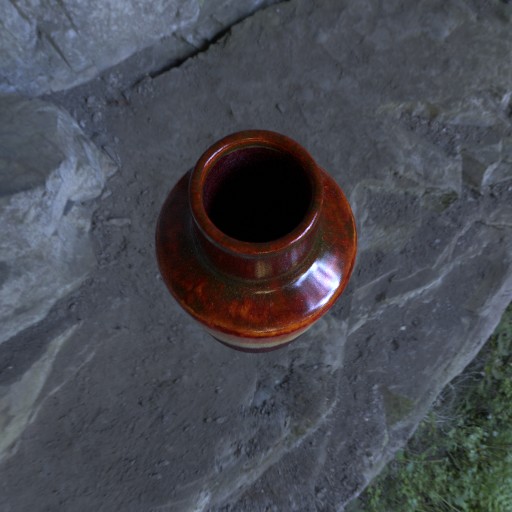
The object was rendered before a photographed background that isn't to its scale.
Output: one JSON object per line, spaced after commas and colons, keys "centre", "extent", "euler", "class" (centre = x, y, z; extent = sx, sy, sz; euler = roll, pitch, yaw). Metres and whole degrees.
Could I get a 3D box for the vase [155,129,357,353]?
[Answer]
{"centre": [0.000, 0.000, 0.272], "extent": [0.108, 0.204, 0.108], "euler": [0, 75, 0], "class": "vase"}
